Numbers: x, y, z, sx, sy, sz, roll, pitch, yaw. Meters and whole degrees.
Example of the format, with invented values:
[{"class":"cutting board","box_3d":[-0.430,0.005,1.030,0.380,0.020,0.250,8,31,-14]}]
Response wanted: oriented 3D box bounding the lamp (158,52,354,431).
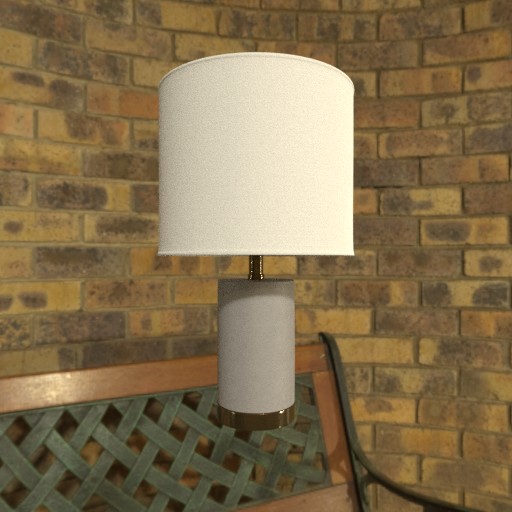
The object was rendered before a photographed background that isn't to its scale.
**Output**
[{"class":"lamp","box_3d":[0.000,0.000,0.528,0.229,0.380,0.229,0,0,0]}]
